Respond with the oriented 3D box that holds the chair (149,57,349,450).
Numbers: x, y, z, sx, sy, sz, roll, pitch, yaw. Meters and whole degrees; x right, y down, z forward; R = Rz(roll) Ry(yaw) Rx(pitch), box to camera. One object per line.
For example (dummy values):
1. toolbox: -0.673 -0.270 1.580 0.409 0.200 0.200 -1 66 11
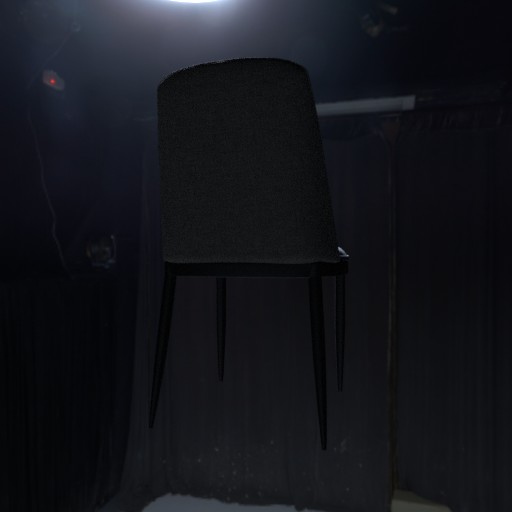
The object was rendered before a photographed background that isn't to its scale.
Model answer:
1. chair: 0.000 0.000 1.215 0.488 0.855 0.550 0 0 17
